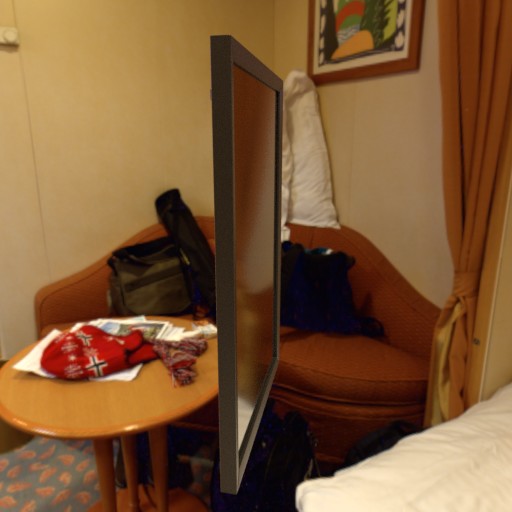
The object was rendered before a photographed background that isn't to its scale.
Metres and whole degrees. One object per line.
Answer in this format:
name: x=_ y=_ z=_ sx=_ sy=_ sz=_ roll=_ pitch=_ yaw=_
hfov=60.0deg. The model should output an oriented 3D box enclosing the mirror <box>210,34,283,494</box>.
mirror: x=0.000 y=0.000 z=1.140 sx=0.040 sy=0.915 sz=0.609 roll=3 pitch=15 yaw=11
